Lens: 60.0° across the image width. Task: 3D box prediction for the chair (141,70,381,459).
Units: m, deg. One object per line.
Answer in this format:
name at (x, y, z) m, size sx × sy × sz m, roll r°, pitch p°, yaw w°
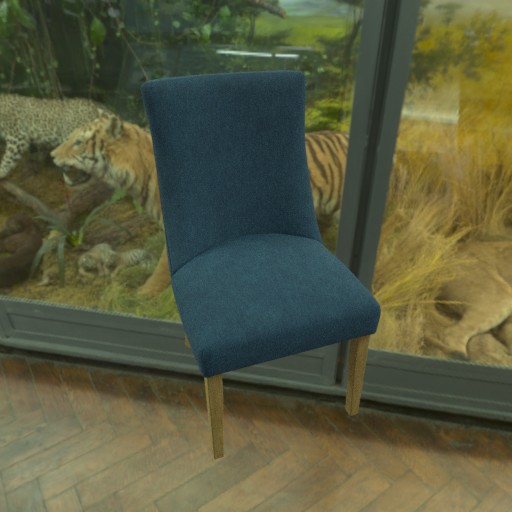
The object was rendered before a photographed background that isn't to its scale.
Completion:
chair at (0.000, 0.000, 1.279) m, size 0.495 × 0.902 × 0.609 m, roll -11°, pitch 34°, yaw -16°
